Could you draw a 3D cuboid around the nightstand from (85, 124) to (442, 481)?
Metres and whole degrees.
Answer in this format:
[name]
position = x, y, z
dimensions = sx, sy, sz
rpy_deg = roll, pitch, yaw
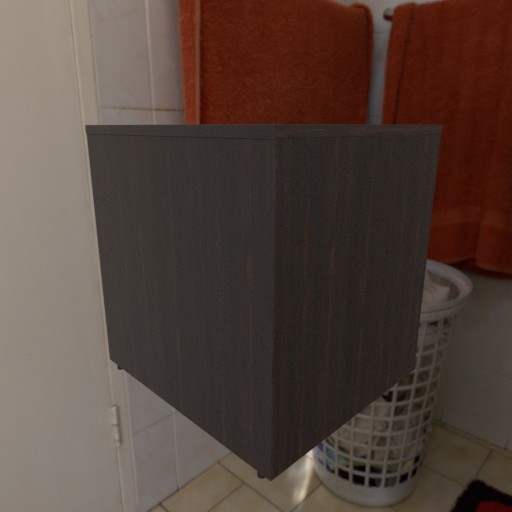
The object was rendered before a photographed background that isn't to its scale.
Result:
[nightstand]
position = 0.000, 0.000, 0.812
dimensions = 0.400, 0.460, 0.461
rpy_deg = -15, 22, -42
